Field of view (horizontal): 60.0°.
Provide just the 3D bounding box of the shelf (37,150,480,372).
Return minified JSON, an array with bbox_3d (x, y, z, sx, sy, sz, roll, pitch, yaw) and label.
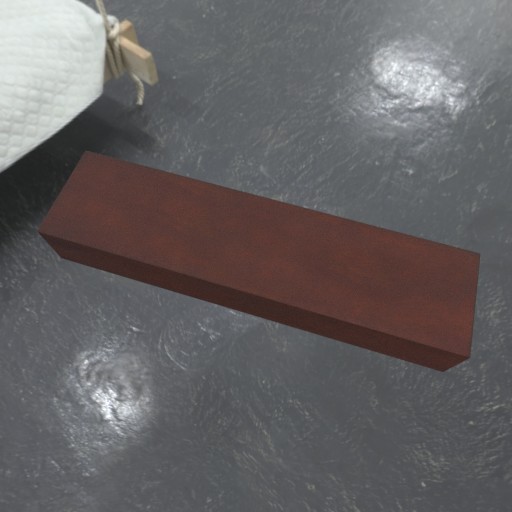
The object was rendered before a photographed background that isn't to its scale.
[{"bbox_3d":[0.000,0.000,0.663,0.607,0.088,0.152,16,65,7],"label":"shelf"}]
